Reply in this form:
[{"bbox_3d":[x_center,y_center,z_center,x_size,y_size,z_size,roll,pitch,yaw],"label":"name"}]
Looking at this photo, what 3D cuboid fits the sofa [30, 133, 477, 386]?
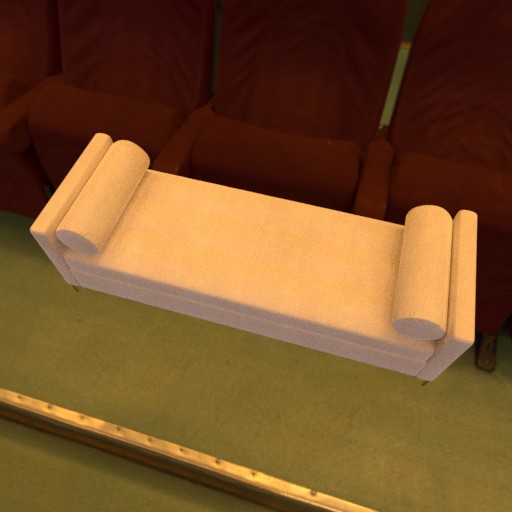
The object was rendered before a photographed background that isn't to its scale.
[{"bbox_3d":[0.000,0.000,2.308,1.981,0.635,0.686,14,58,9],"label":"sofa"}]
